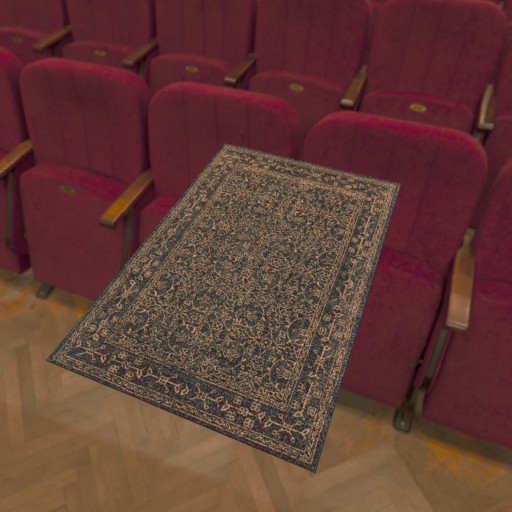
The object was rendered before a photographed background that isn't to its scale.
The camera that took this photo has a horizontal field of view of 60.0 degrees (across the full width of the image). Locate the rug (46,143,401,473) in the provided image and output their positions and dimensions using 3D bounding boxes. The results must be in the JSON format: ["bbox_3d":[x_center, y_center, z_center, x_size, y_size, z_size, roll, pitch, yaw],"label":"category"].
[{"bbox_3d":[0.000,0.000,2.319,1.200,0.005,1.819,17,49,15],"label":"rug"}]
